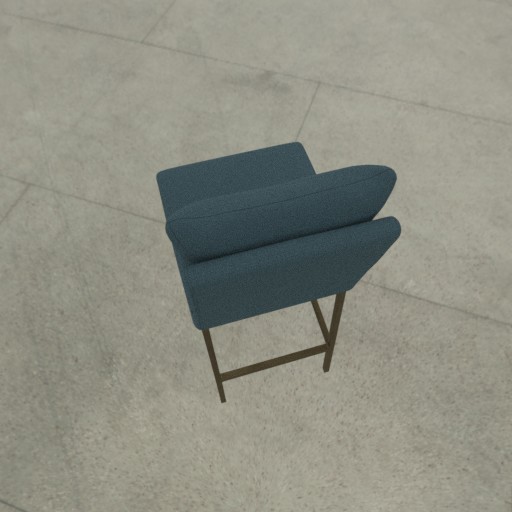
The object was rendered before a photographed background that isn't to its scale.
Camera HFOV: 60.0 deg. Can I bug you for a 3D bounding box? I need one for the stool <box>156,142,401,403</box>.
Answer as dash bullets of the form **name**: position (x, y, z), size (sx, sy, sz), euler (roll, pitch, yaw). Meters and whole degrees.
- **stool**: position (0.000, 0.000, 1.330), size (0.463, 1.032, 0.568), euler (-14, 60, -8)
